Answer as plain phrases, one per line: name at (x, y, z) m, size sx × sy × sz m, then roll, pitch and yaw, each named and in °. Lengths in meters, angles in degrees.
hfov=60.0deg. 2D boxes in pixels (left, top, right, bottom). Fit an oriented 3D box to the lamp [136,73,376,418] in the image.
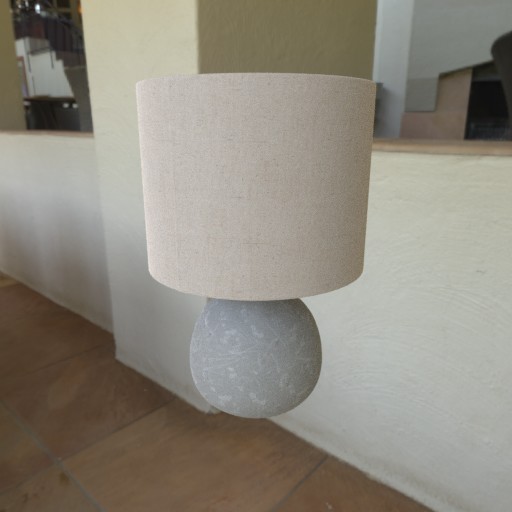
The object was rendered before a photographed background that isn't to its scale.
lamp at (0.000, 0.000, 0.568) m, size 0.269 × 0.409 × 0.269 m, roll -15°, pitch 22°, yaw -42°
